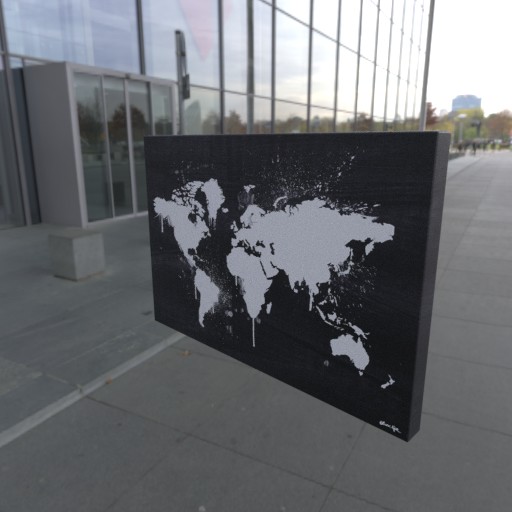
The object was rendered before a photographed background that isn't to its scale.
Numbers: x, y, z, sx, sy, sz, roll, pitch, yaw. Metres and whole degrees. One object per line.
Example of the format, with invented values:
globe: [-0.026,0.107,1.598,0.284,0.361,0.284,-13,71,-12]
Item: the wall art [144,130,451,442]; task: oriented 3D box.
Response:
wall art: [0.000,0.000,0.768,0.610,0.409,0.038,14,20,42]
